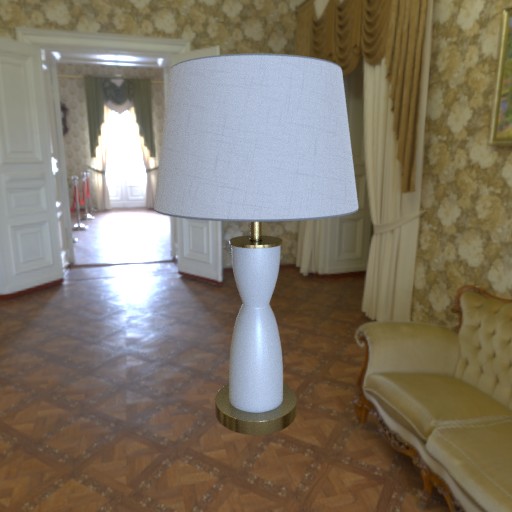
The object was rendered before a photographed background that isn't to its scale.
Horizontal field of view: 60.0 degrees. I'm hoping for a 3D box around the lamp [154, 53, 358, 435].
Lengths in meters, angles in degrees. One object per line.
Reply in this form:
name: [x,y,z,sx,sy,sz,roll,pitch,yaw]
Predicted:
lamp: [0.000,0.000,0.702,0.309,0.545,0.309,0,13,0]
